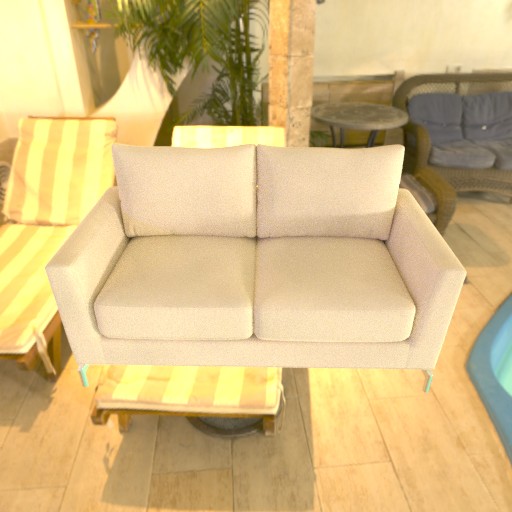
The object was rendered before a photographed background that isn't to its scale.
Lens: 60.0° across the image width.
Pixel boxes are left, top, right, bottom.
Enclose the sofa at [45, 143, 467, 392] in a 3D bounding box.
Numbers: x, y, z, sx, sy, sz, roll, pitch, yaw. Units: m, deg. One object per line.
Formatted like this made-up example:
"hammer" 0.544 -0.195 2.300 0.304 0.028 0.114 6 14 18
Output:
"sofa" 0.000 0.000 2.282 1.739 0.995 0.906 1 31 1
